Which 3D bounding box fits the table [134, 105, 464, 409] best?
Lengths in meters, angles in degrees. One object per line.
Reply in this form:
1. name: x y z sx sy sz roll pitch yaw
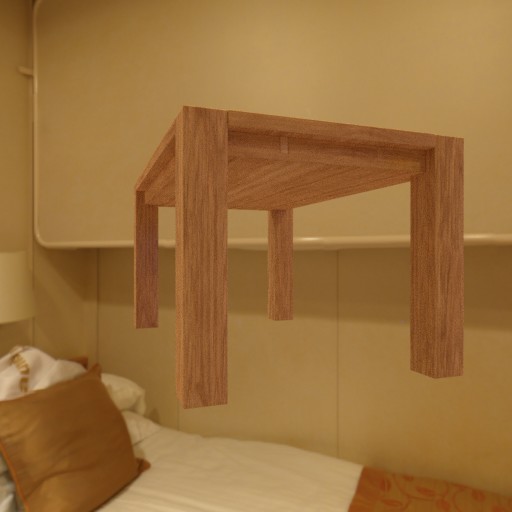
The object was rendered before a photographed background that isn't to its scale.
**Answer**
1. table: 0.000 0.000 1.914 0.900 0.760 1.400 0 0 -20
